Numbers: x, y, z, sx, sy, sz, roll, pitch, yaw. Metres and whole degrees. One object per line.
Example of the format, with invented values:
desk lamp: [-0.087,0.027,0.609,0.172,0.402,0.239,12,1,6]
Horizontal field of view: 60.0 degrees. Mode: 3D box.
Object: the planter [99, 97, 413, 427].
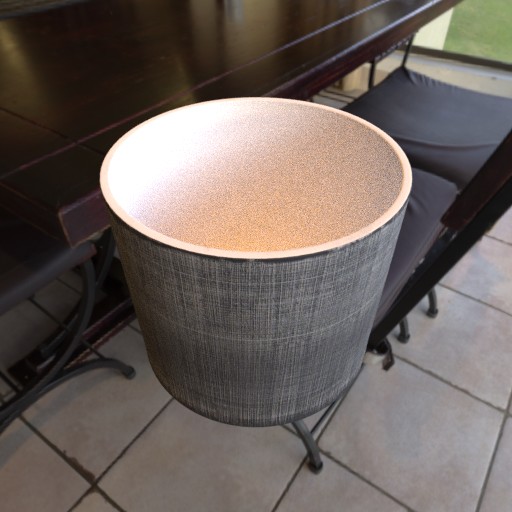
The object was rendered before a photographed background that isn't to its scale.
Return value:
planter: [0.000,0.000,0.444,0.254,0.221,0.254,0,42,0]
